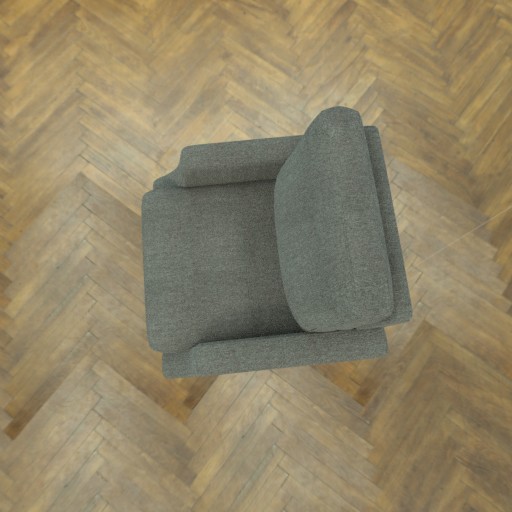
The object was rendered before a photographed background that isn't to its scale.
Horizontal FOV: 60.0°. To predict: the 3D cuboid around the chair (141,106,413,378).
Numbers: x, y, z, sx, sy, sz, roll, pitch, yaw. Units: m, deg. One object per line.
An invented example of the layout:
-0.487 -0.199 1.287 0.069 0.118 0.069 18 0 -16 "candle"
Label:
0.000 0.000 1.717 0.897 0.993 0.855 -6 76 -1 "chair"
